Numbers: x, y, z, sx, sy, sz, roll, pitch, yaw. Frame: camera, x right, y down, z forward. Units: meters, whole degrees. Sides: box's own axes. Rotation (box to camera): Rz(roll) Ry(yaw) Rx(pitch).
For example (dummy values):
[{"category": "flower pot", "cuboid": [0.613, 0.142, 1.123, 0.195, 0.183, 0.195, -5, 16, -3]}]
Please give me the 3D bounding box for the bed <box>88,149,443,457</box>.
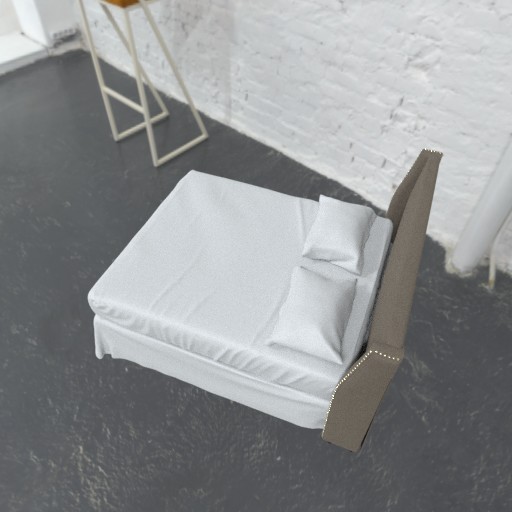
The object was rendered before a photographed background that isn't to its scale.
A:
[{"category": "bed", "cuboid": [0.000, 0.000, 3.462, 2.276, 1.332, 1.925, 16, 49, 15]}]
